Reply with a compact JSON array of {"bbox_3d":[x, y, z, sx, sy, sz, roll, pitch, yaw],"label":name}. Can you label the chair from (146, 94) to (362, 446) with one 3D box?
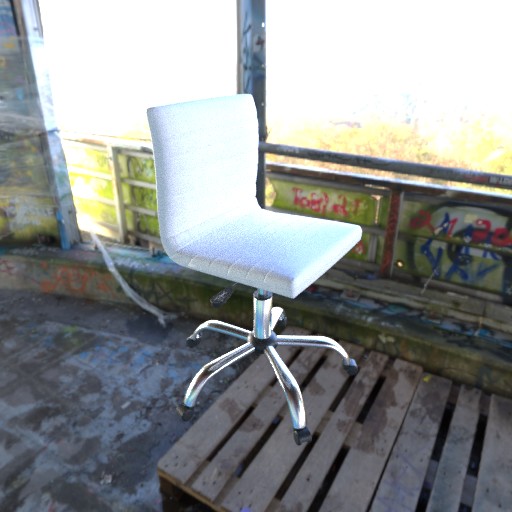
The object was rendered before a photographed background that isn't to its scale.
[{"bbox_3d":[0.000,0.000,1.182,0.530,0.780,0.556,16,29,30],"label":"chair"}]
